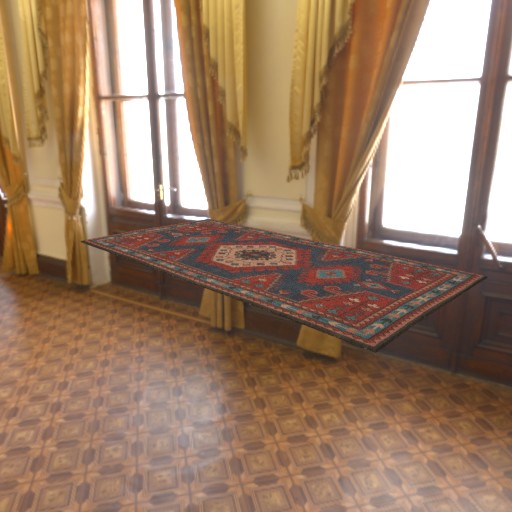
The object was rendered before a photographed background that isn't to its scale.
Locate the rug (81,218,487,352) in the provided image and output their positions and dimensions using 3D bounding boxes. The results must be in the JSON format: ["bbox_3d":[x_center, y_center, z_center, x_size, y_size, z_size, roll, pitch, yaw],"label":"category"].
[{"bbox_3d":[0.000,0.000,3.583,3.032,0.034,1.522,15,21,42],"label":"rug"}]
